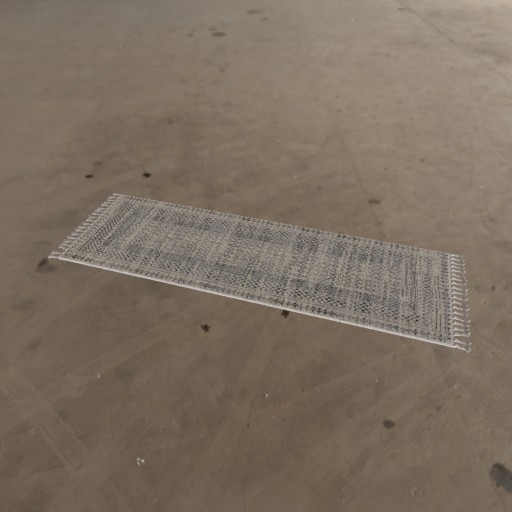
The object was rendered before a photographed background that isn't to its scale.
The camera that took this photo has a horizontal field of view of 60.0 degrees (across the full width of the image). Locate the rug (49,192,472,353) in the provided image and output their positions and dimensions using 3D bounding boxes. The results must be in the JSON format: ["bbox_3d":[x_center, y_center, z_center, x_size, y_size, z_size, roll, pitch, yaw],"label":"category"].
[{"bbox_3d":[0.000,0.000,2.743,2.480,0.013,0.786,11,41,13],"label":"rug"}]
